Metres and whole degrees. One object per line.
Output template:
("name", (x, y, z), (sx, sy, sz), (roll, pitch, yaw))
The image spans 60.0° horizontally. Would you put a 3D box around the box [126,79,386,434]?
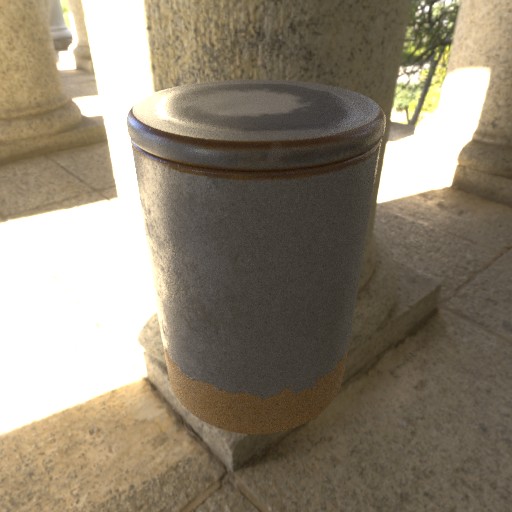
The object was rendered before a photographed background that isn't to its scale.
("box", (0.000, 0.000, 0.249), (0.118, 0.168, 0.118), (0, 32, 0))
